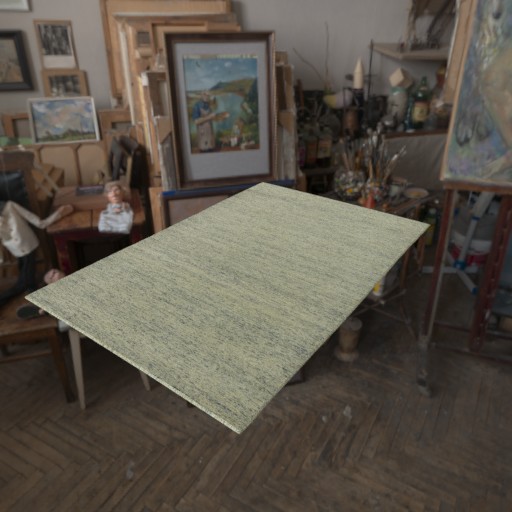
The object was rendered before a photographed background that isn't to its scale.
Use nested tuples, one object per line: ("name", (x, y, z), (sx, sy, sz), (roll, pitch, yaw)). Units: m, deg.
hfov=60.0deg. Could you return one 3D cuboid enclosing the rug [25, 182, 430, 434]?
("rug", (0.000, 0.000, 2.324), (1.243, 0.014, 1.846), (20, 35, 31))
